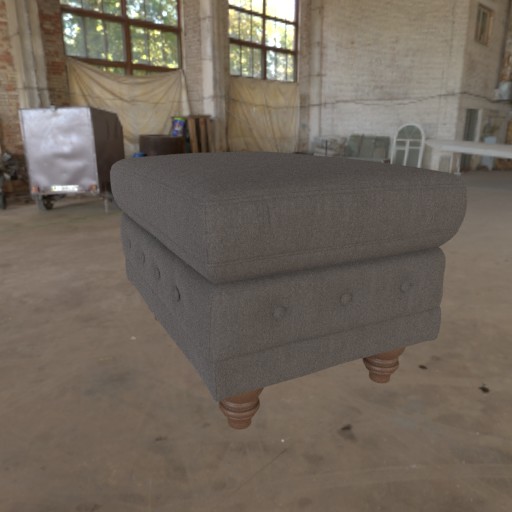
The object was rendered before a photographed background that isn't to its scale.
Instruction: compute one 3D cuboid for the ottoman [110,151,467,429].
[{"bbox_3d":[0.000,0.000,1.120,0.569,0.500,0.771,-8,18,-26],"label":"ottoman"}]
